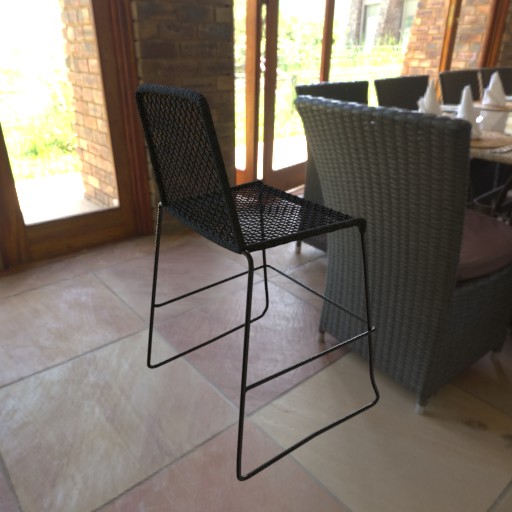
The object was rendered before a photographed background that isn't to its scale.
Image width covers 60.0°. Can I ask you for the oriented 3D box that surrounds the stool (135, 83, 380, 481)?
[{"bbox_3d":[0.000,0.000,1.230,0.509,0.905,0.590,-18,31,-33],"label":"stool"}]
